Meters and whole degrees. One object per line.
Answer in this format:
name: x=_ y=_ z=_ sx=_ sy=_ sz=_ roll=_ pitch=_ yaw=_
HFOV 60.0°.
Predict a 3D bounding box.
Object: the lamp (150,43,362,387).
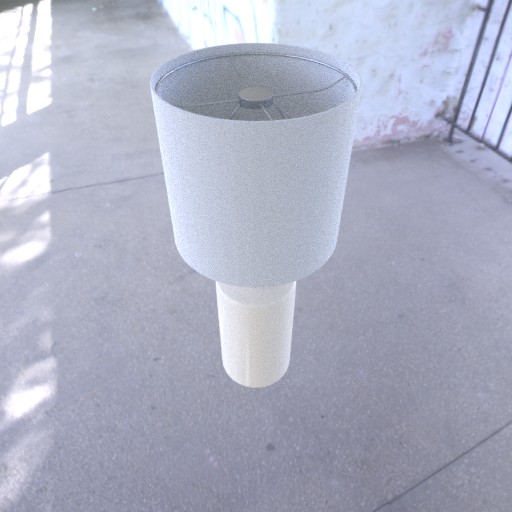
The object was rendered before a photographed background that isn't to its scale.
lamp: x=0.000 y=0.000 z=0.614 sx=0.212 sy=0.493 sz=0.212 roll=-11 pitch=43 yaw=-12
